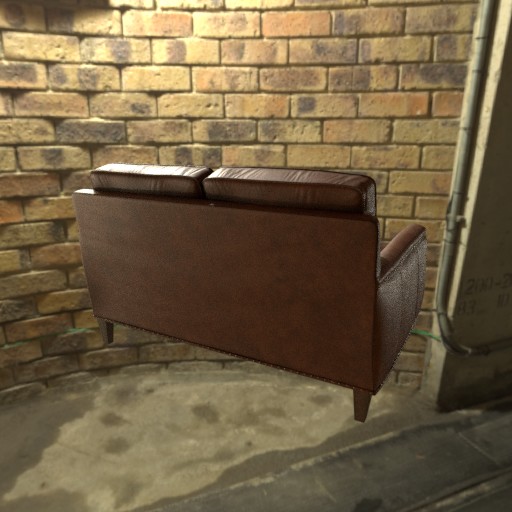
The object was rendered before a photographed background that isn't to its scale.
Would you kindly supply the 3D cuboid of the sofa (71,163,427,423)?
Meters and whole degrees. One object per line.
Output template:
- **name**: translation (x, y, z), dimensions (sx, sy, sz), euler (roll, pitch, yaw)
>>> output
- **sofa**: translation (0.000, 0.000, 2.371), dimensions (1.628, 1.003, 1.083), euler (9, 18, 27)
